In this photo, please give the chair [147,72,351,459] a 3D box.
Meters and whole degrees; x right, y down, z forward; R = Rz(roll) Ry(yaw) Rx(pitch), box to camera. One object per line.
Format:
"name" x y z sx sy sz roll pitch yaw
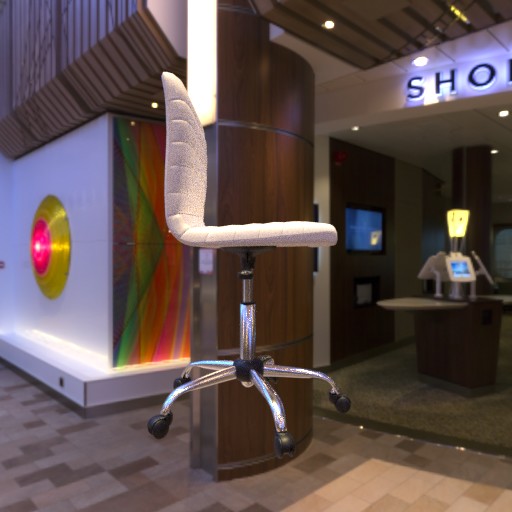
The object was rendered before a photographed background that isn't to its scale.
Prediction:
"chair" 0.000 0.000 1.066 0.455 0.750 0.520 0 0 0
